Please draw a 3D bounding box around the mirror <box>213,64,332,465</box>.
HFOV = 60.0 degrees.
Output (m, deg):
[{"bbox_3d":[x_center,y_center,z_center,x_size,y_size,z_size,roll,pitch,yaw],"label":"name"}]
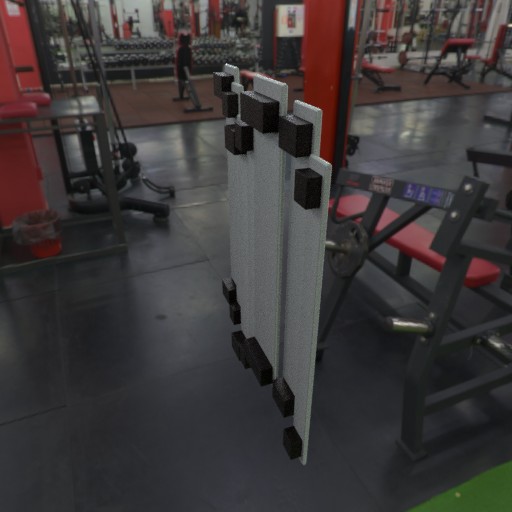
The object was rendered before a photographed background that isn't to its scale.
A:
[{"bbox_3d":[0.000,0.000,0.799,0.058,0.611,0.445,-11,31,-18],"label":"mirror"}]
